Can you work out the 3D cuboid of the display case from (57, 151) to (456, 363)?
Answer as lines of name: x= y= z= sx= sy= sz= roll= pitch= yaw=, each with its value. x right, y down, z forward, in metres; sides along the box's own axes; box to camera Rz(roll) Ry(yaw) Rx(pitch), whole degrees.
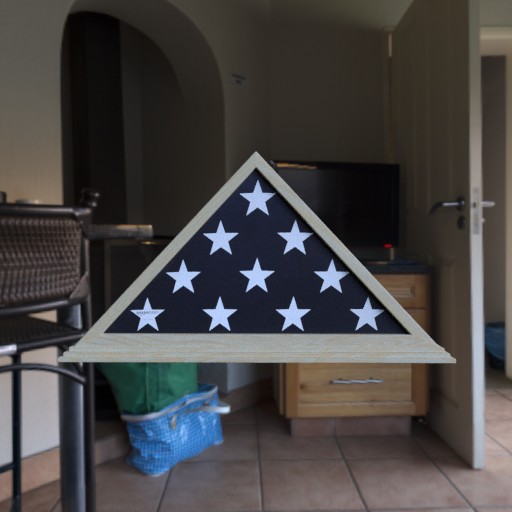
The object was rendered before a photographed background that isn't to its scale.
display case: x=0.000 y=0.000 z=0.755 sx=0.640 sy=0.340 sz=0.095 roll=0 pitch=1 yaw=1
